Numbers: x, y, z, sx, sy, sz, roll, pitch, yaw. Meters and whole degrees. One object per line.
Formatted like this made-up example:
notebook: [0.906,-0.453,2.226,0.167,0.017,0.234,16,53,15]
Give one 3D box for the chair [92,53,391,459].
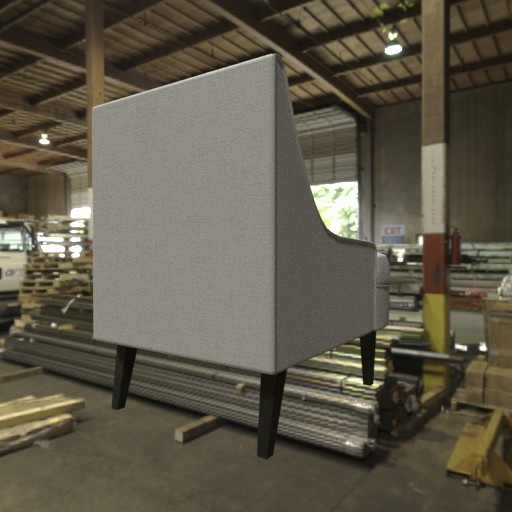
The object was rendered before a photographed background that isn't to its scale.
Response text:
chair: [0.000,0.000,1.422,0.658,0.891,0.772,1,1,35]
